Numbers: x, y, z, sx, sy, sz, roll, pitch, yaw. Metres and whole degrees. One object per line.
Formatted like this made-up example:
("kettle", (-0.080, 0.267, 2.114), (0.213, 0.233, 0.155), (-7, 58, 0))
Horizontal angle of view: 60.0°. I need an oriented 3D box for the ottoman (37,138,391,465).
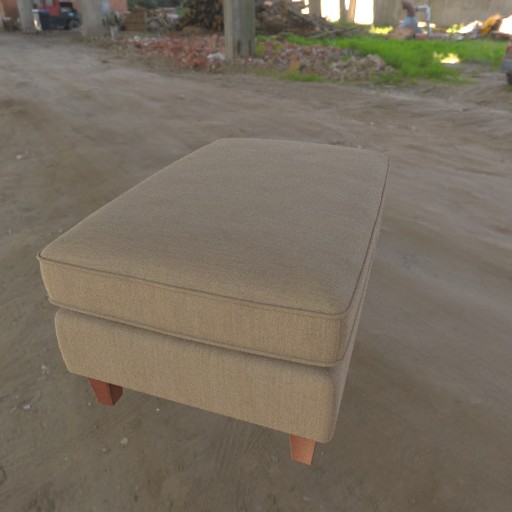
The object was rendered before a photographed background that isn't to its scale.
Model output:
("ottoman", (0.000, 0.000, 1.243), (0.636, 0.480, 0.941), (9, 30, 16))
